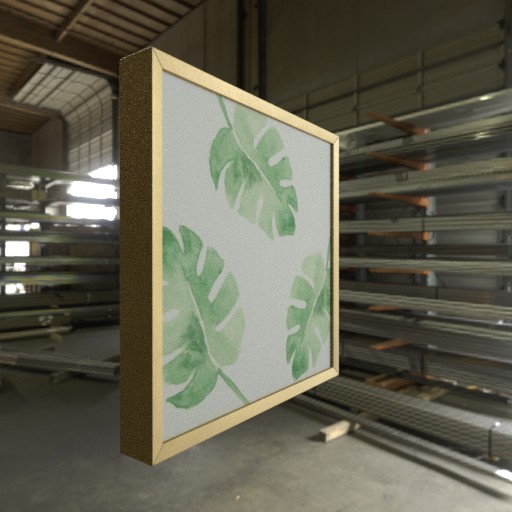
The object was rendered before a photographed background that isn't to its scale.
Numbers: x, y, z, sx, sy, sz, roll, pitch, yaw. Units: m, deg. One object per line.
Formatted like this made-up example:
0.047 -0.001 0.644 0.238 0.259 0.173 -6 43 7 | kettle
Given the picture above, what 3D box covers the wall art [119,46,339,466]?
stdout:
0.000 0.000 0.455 0.038 0.305 0.305 0 0 36 | wall art
